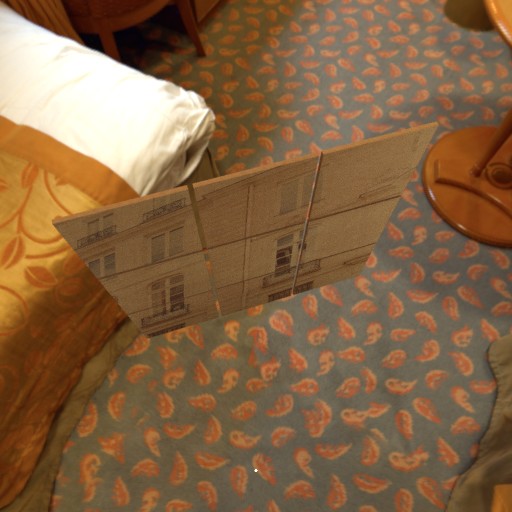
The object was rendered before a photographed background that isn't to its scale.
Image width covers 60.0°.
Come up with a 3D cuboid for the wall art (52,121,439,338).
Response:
[{"bbox_3d":[0.000,0.000,1.417,0.915,0.913,0.018,-16,65,-7],"label":"wall art"}]
